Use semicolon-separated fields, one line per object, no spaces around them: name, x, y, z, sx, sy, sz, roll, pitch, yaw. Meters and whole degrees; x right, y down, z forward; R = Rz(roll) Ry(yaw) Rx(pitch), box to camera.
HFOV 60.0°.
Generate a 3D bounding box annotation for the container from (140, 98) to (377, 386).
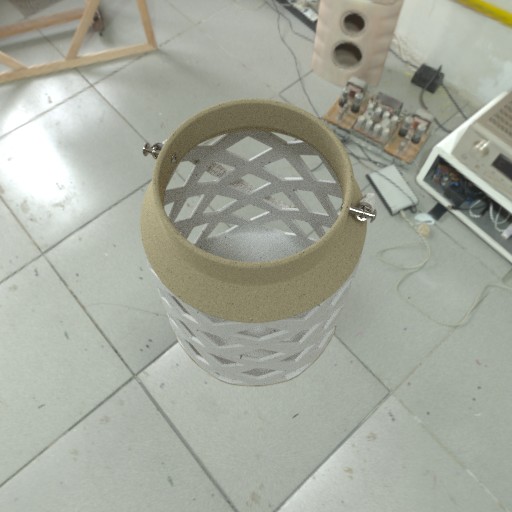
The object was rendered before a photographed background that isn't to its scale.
container;0.000;0.000;0.343;0.163;0.229;0.172;18;67;8
